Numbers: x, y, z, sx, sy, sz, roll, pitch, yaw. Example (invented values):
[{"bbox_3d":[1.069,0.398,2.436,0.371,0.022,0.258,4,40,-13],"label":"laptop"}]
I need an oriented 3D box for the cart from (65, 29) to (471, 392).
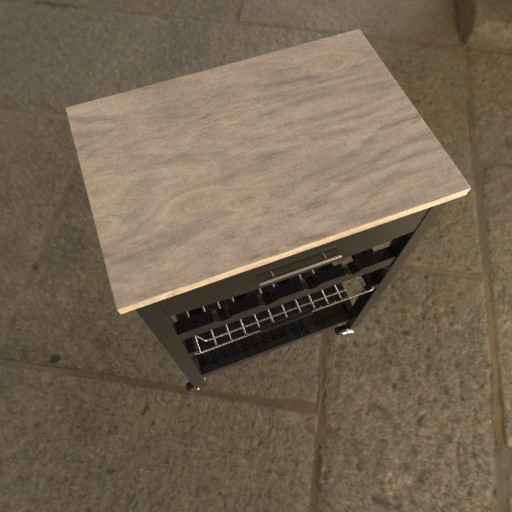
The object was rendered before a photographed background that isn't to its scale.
[{"bbox_3d":[0.000,0.000,1.118,0.584,0.839,0.403,-19,66,-9],"label":"cart"}]
